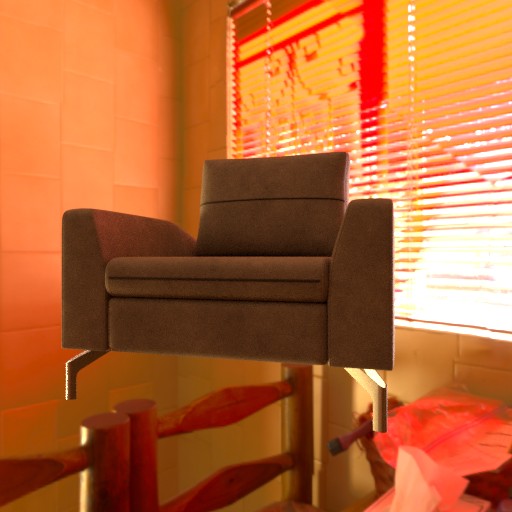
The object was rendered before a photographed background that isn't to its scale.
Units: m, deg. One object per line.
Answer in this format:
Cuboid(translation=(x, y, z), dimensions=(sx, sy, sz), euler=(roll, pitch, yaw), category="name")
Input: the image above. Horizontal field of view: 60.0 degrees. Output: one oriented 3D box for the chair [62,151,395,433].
Cuboid(translation=(0.000, 0.000, 1.531), dimensions=(0.900, 0.800, 0.900), euler=(0, 0, 16), category="chair")
